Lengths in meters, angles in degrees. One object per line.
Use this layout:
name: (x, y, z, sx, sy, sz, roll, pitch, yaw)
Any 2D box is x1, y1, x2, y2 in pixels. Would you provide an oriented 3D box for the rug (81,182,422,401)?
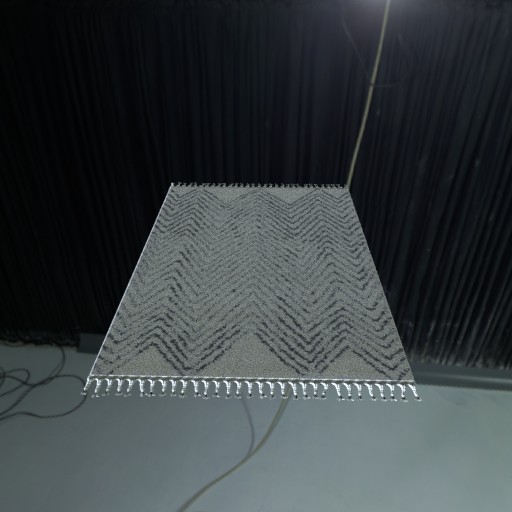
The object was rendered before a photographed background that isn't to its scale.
rug: (0.000, 0.000, 2.344, 1.230, 0.014, 1.847, 1, 34, 1)
